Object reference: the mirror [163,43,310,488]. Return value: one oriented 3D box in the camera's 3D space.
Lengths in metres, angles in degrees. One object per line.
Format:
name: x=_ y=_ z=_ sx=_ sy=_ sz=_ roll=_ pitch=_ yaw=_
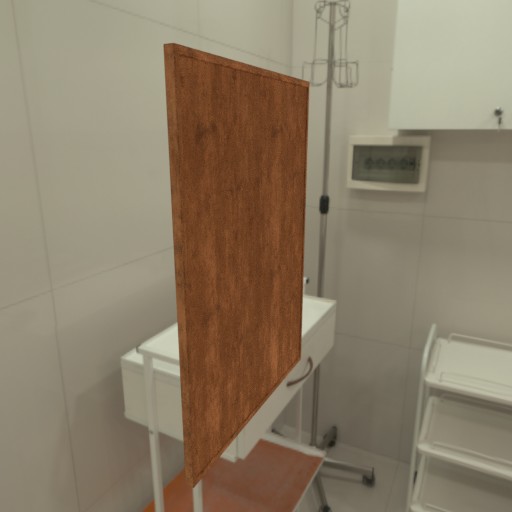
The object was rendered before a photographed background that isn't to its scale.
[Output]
mirror: x=0.000 y=0.000 z=1.393 sx=0.028 sy=1.099 sz=0.796 roll=8 pitch=17 yaw=26
